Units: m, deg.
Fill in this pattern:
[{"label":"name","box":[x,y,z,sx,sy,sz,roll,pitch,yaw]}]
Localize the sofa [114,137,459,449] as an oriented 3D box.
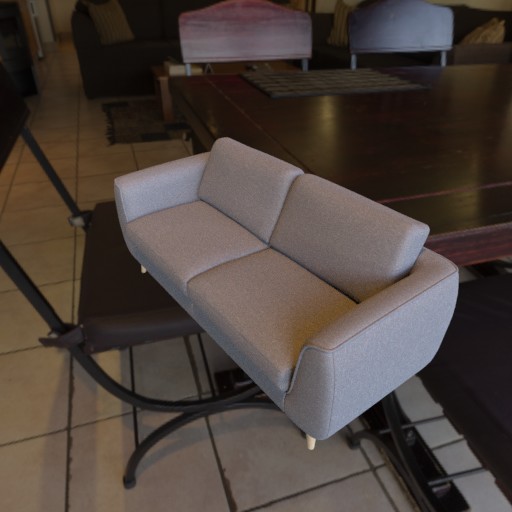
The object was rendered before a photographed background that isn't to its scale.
[{"label":"sofa","box":[0.000,0.000,2.537,0.920,0.870,2.000,-22,38,-30]}]
